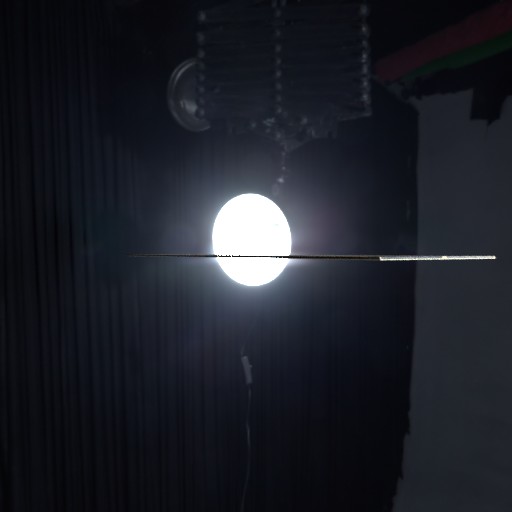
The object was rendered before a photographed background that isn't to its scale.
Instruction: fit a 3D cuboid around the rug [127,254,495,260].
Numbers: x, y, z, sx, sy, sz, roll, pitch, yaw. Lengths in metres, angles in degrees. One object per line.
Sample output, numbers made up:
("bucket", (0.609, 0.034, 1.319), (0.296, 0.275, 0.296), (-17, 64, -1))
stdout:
("rug", (0.000, 0.000, 2.470), (0.687, 0.011, 2.287), (0, 0, -35))
